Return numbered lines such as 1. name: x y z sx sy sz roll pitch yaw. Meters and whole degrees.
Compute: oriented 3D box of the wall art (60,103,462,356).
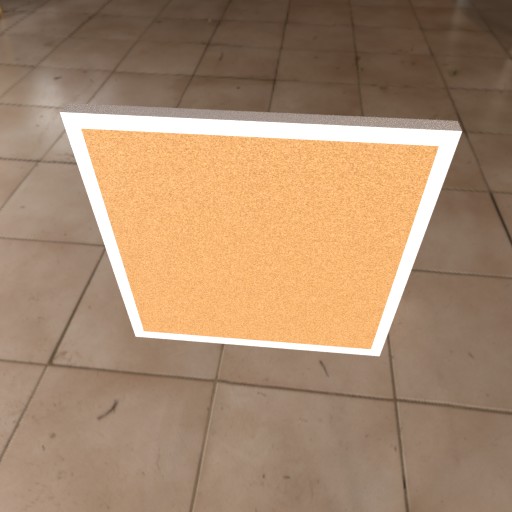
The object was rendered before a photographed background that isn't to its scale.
1. wall art: 0.000 0.000 1.121 0.762 0.762 0.038 4 46 4
